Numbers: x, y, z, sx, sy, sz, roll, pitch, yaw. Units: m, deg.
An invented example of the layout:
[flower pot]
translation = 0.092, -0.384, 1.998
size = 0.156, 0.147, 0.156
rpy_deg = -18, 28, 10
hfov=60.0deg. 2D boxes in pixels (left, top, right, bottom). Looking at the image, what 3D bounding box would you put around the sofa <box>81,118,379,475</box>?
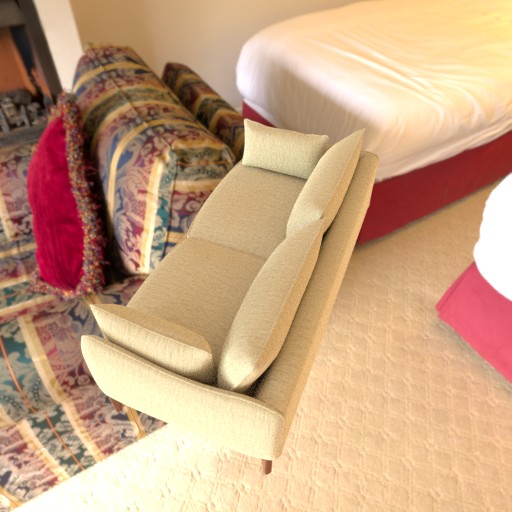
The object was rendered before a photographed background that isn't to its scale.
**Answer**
[sofa]
translation = 0.000, 0.000, 2.549
size = 0.991, 0.860, 1.989
rpy_deg = 16, 48, 15
